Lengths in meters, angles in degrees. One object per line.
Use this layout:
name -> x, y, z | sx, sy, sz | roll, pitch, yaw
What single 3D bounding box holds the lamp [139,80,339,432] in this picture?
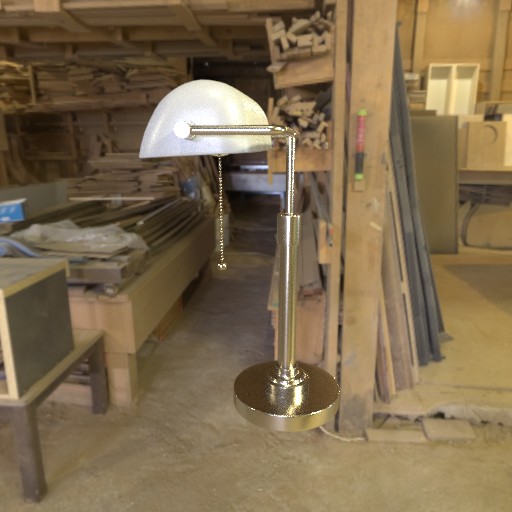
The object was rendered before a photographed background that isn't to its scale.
lamp -> 0.000, 0.000, 0.566 | 0.227, 0.404, 0.269 | 2, 14, 8
